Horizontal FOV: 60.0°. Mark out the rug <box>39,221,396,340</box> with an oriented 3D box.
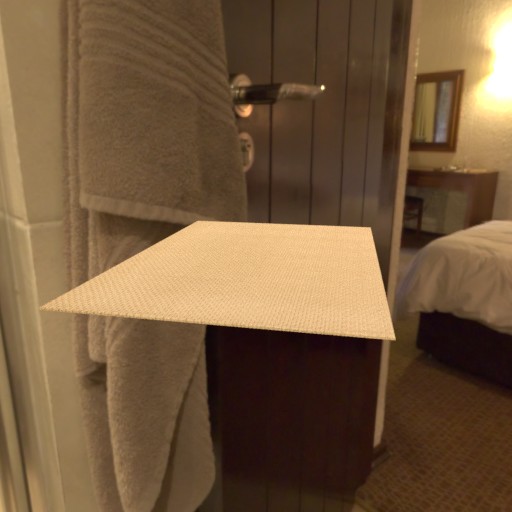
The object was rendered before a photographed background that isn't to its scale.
[{"bbox_3d":[0.000,0.000,2.823,1.509,0.013,2.144,3,15,11],"label":"rug"}]
